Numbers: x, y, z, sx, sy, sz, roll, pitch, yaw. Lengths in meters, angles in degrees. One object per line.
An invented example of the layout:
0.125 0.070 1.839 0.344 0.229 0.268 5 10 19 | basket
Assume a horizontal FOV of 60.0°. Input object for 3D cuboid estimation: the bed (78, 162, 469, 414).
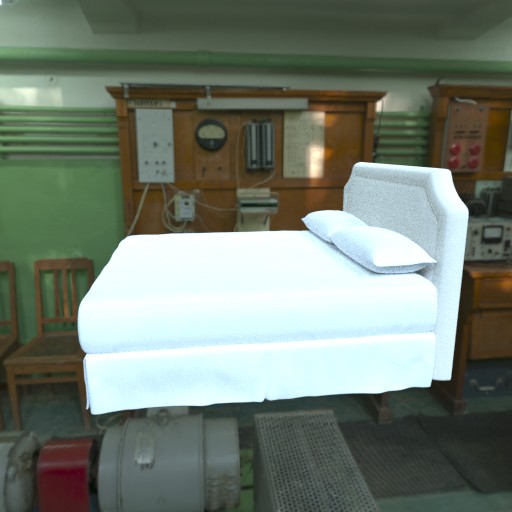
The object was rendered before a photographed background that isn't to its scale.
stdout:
0.000 0.000 3.815 2.548 1.524 2.134 -2 14 -8 | bed
